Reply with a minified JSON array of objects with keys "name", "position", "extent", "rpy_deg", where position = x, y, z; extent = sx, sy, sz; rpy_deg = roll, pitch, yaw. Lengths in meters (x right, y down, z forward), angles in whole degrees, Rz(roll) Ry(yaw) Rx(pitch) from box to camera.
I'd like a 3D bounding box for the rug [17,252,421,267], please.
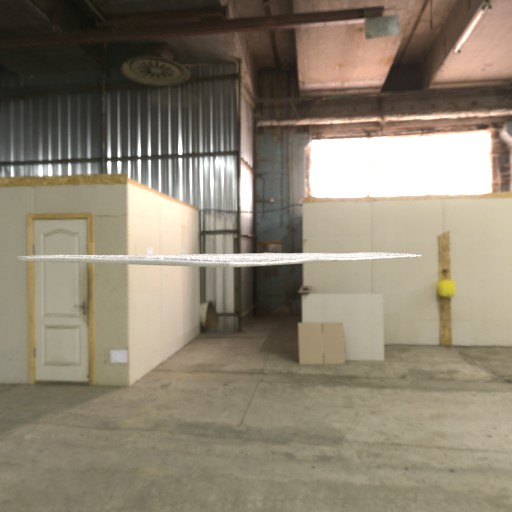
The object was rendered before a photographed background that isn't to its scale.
[{"name":"rug","position":[0.000,0.000,3.020],"extent":[1.537,0.036,2.447],"rpy_deg":[1,1,36]}]
